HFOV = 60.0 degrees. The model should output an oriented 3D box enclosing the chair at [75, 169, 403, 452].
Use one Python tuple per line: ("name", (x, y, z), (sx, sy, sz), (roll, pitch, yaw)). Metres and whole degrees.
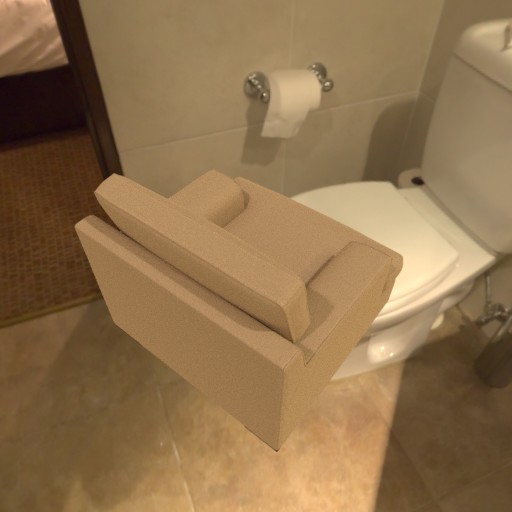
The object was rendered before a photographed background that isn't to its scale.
("chair", (0.000, 0.000, 2.226), (1.293, 1.005, 1.274), (23, 51, 20))
